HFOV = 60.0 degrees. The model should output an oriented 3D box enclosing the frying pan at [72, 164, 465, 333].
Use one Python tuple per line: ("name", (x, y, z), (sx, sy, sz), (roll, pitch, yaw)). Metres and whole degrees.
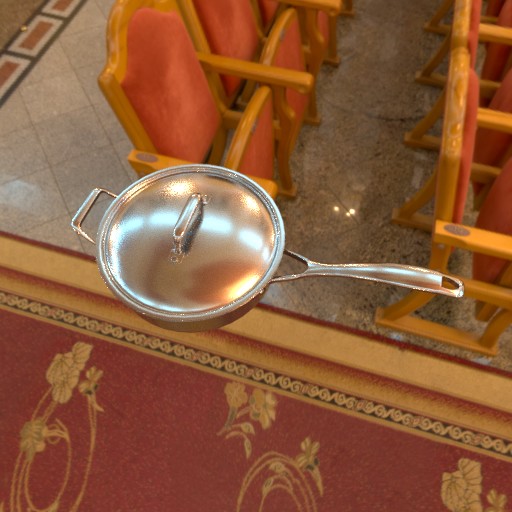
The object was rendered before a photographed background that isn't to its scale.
("frying pan", (0.000, 0.000, 0.575), (0.492, 0.111, 0.245), (15, 60, 9))
